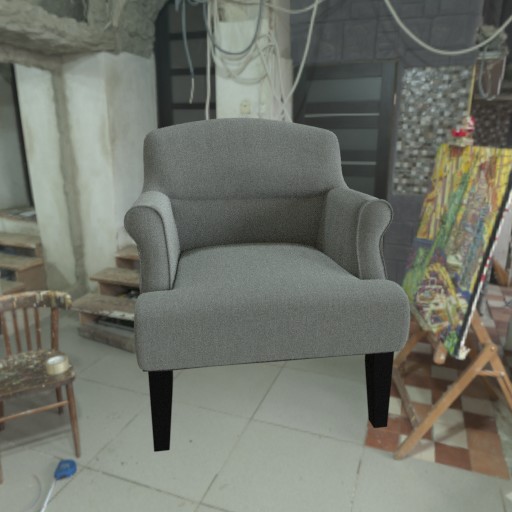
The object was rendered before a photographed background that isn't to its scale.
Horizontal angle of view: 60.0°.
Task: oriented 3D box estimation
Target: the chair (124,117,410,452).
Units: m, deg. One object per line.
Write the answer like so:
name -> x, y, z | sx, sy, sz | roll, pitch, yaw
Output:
chair -> 0.000, 0.000, 1.445 | 0.772, 0.880, 0.755 | -2, 16, -9
